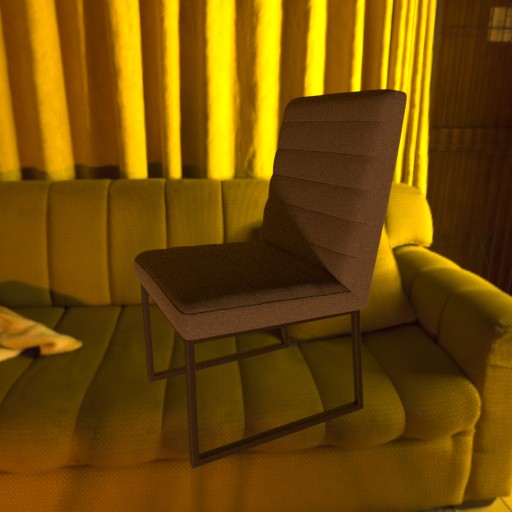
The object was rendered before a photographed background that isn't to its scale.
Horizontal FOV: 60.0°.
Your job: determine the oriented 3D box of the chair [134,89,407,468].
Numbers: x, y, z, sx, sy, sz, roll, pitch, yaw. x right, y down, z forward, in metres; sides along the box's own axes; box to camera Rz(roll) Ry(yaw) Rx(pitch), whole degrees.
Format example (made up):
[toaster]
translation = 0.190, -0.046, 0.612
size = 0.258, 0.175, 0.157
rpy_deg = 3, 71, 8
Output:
[chair]
translation = 0.000, 0.000, 1.325
size = 0.634, 0.930, 0.520
rpy_deg = -8, 18, -26
